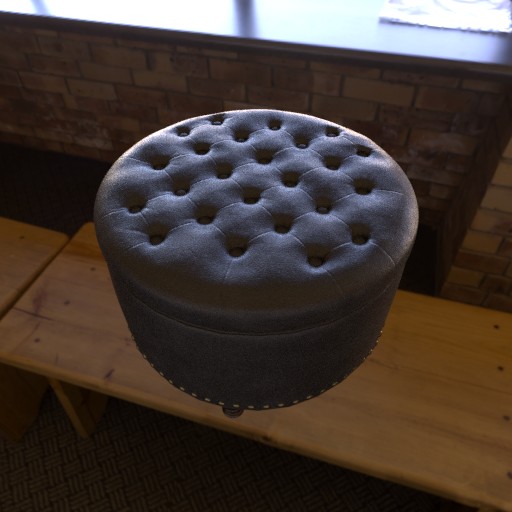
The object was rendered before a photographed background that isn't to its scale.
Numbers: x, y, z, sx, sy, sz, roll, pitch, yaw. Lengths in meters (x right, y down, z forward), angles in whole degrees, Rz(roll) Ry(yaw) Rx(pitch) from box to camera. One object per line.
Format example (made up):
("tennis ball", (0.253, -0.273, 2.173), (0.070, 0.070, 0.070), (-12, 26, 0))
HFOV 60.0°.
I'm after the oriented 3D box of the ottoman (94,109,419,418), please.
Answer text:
("ottoman", (0.000, 0.000, 1.024), (0.637, 0.442, 0.637), (0, 45, 0))
